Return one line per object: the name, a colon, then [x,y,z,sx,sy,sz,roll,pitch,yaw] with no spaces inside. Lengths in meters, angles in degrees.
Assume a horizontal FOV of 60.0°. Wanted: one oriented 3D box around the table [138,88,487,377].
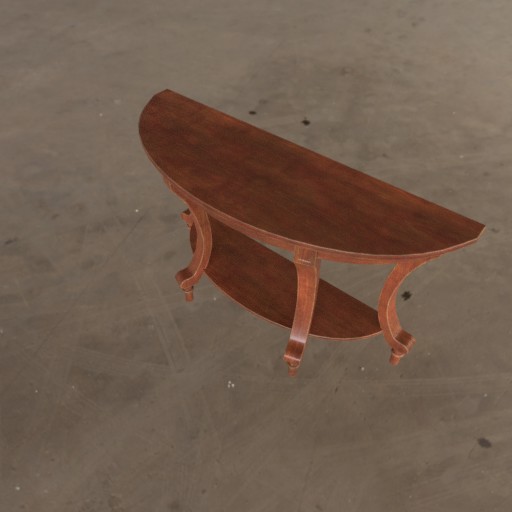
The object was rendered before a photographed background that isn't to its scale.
table: [0.000,0.000,1.536,1.198,0.699,0.394,31,53,27]
